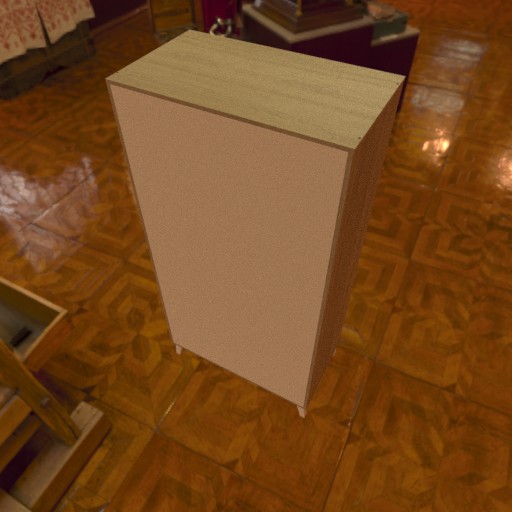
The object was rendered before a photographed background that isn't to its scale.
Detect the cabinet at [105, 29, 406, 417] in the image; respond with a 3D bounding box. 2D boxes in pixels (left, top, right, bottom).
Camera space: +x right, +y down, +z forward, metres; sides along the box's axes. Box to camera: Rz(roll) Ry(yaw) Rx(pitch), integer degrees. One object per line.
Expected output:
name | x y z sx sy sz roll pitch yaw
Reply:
cabinet | 0.000 0.000 2.432 1.006 1.999 0.571 22 50 19
